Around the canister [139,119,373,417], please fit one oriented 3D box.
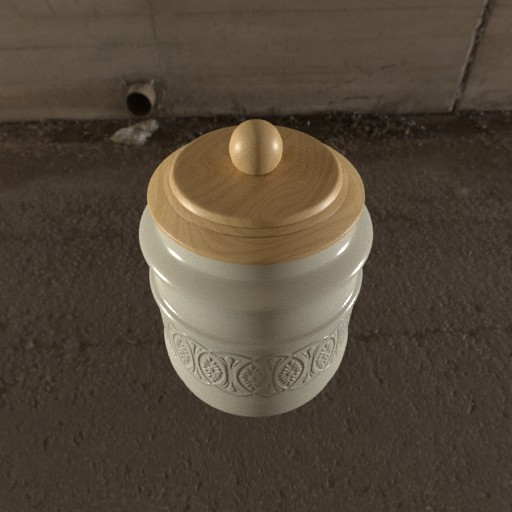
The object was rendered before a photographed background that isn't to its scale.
[{"bbox_3d":[0.000,0.000,0.270,0.130,0.176,0.130,0,45,0],"label":"canister"}]
